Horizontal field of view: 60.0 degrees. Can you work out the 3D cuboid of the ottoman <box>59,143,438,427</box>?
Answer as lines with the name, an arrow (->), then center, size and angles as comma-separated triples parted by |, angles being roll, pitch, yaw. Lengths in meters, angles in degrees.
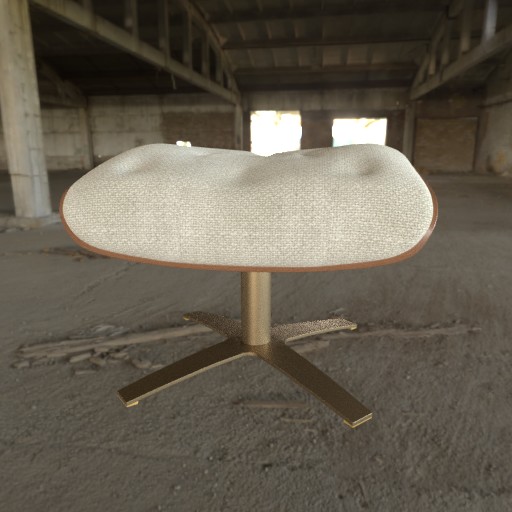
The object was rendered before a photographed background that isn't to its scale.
ottoman -> 0.000, 0.000, 0.791 | 0.520, 0.391, 0.394 | 2, 14, 8
